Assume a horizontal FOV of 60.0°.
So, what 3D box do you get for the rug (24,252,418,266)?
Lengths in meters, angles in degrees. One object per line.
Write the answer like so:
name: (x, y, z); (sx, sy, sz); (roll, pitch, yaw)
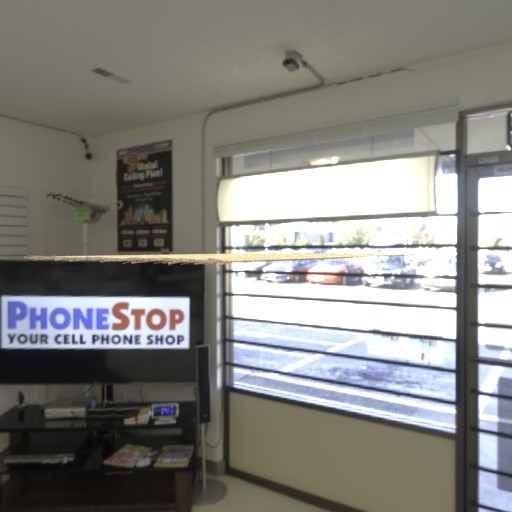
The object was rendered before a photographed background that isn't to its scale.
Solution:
rug: (0.000, 0.000, 3.125); (1.528, 0.034, 2.523); (1, 1, 36)
